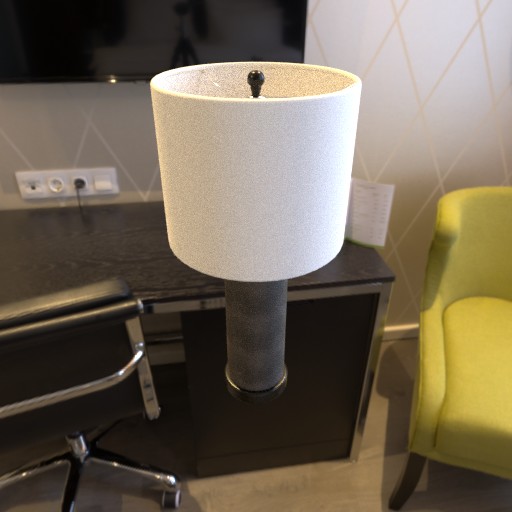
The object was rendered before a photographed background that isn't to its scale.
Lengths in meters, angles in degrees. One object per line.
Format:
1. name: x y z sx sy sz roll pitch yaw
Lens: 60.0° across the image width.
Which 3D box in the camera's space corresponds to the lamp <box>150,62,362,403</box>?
1. lamp: 0.000 0.000 0.810 0.305 0.634 0.305 -23 38 -32
